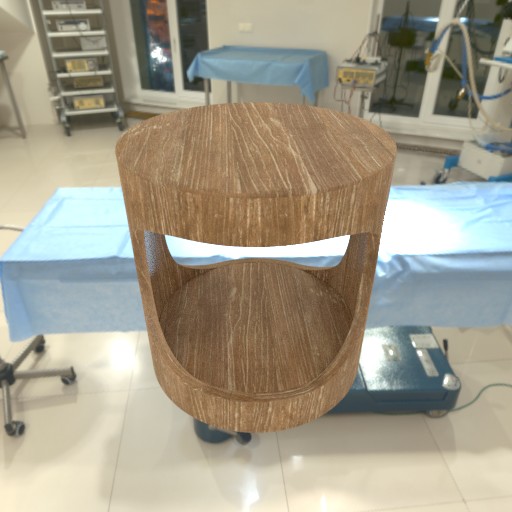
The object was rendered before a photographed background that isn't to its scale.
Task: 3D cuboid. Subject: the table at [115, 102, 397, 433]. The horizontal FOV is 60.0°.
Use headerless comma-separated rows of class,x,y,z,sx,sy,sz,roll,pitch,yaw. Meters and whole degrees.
table,0.000,0.000,1.007,0.527,0.551,0.527,0,33,0
